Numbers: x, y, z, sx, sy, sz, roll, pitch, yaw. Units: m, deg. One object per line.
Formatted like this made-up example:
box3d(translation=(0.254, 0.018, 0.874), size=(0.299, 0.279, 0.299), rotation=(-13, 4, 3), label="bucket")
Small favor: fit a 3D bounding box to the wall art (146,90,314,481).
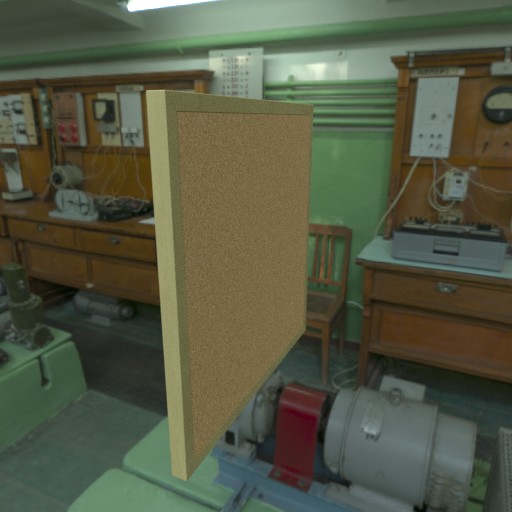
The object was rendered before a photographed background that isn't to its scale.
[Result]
box3d(translation=(0.000, 0.000, 1.146), size=(0.037, 0.763, 0.763), rotation=(8, 19, 24), label="wall art")
